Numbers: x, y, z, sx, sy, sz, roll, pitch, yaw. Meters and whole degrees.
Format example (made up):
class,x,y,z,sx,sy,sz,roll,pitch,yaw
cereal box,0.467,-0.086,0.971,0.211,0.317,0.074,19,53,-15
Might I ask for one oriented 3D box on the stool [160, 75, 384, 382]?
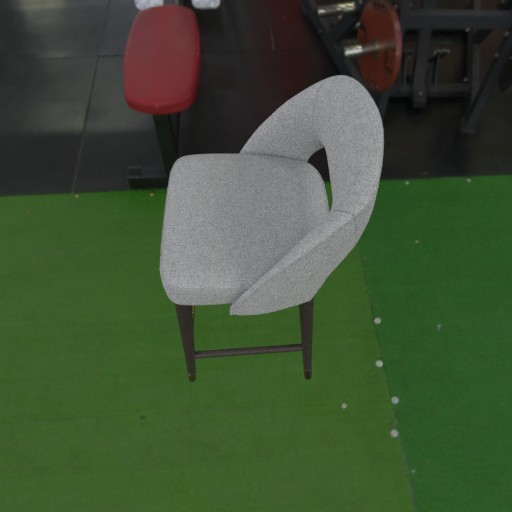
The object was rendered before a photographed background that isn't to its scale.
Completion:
class,x,y,z,sx,sy,sz,roll,pitch,yaw
stool,0.000,0.000,1.326,0.509,1.037,0.494,-1,58,-1
